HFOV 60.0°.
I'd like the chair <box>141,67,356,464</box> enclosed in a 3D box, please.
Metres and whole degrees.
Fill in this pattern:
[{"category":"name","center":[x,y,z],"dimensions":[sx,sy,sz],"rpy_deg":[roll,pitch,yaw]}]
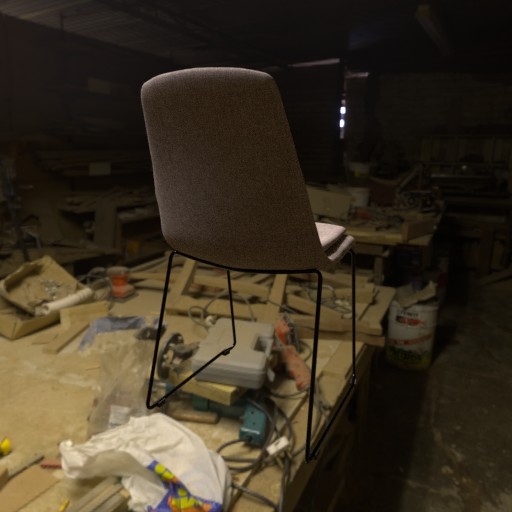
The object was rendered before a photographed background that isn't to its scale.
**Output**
[{"category":"chair","center":[0.000,0.000,1.171],"dimensions":[0.479,0.858,0.518],"rpy_deg":[7,16,26]}]
